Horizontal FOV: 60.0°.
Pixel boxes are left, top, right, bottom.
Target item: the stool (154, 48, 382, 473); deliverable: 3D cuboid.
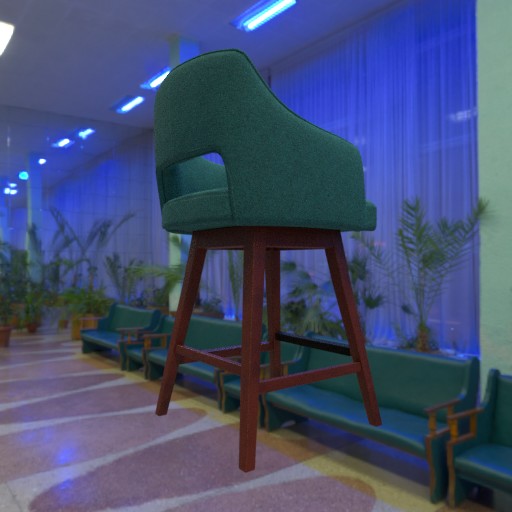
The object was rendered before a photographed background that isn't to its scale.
[{"bbox_3d":[0.000,0.000,1.289,0.556,0.961,0.548,1,-1,-37],"label":"stool"}]
